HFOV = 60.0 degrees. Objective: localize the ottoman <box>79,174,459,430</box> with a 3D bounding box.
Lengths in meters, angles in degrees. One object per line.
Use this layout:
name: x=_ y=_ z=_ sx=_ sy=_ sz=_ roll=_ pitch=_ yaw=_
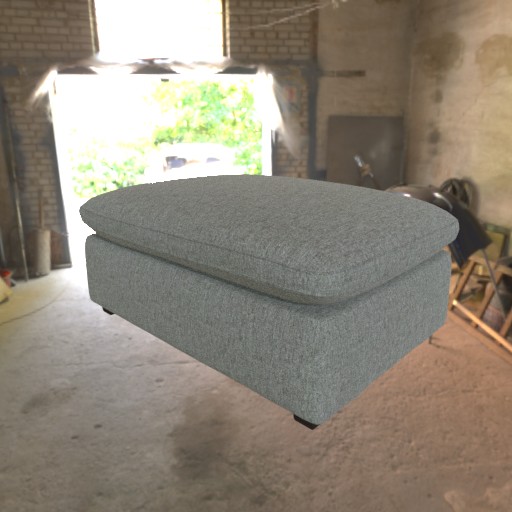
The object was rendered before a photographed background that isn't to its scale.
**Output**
ottoman: x=0.000 y=0.000 z=1.352 sx=0.977 sy=0.451 sz=0.694 roll=16 pitch=23 yaw=41
